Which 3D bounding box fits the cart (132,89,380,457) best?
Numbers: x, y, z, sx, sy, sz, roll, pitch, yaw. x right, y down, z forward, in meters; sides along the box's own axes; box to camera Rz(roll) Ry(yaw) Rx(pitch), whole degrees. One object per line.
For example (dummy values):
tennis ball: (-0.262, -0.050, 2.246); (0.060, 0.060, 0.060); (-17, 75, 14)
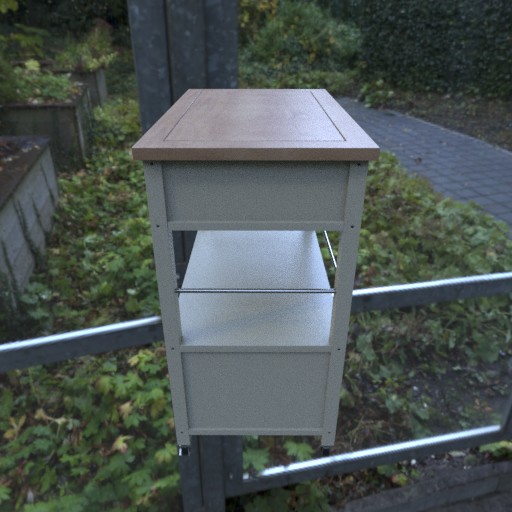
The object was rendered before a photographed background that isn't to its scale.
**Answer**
cart: (0.000, 0.000, 1.395); (0.459, 0.901, 0.840); (0, 28, 0)
